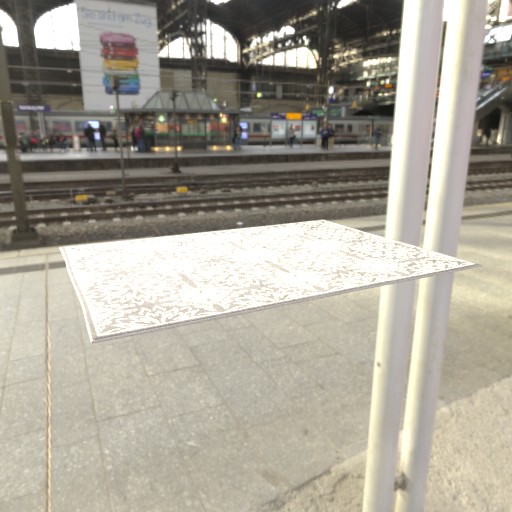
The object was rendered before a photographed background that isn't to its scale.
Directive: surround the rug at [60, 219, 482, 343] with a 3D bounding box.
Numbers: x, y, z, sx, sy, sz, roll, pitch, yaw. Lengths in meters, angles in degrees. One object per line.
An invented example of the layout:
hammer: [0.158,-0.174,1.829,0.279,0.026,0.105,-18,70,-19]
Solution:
rug: [0.000,0.000,2.843,2.213,0.014,1.608,-8,17,-26]
